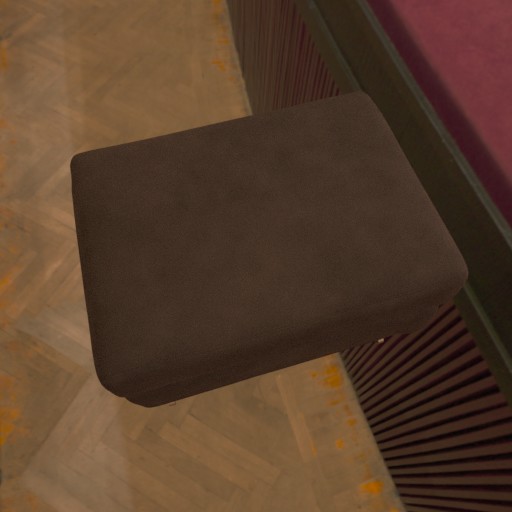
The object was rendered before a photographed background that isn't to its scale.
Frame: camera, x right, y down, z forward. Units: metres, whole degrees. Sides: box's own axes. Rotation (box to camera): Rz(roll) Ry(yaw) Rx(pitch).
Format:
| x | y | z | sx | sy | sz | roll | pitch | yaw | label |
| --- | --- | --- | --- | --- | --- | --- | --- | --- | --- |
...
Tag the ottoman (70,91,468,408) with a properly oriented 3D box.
| x | y | z | sx | sy | sz | roll | pitch | yaw | label |
| --- | --- | --- | --- | --- | --- | --- | --- | --- | --- |
| 0.000 | 0.000 | 1.135 | 0.773 | 0.497 | 0.574 | -15 | 64 | -7 | ottoman |
